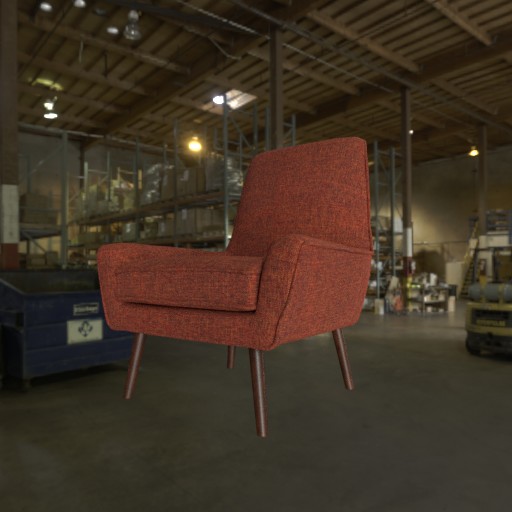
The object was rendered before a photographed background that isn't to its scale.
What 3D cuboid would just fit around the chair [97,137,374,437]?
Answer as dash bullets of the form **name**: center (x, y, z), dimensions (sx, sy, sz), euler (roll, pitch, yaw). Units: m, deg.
- **chair**: center (0.000, 0.000, 1.536), dimensions (0.803, 0.911, 0.784), euler (-1, -2, 36)
